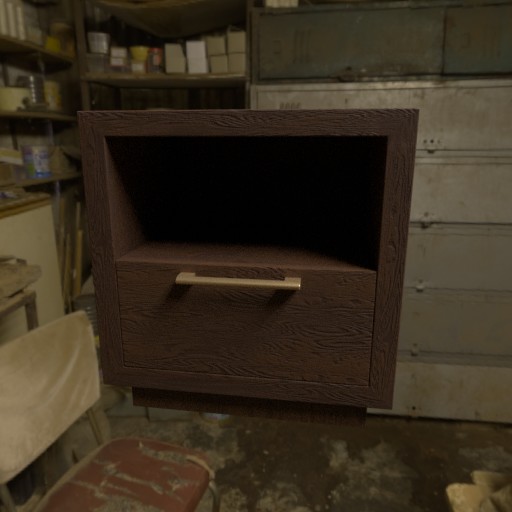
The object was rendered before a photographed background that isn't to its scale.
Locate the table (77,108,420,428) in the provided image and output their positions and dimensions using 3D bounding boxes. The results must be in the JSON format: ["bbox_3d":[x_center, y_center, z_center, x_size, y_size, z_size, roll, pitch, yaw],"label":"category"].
[{"bbox_3d":[0.000,0.000,0.965,0.560,0.585,0.439,2,15,9],"label":"table"}]
